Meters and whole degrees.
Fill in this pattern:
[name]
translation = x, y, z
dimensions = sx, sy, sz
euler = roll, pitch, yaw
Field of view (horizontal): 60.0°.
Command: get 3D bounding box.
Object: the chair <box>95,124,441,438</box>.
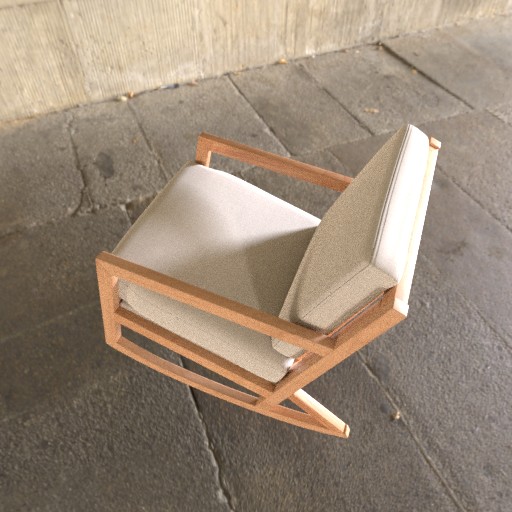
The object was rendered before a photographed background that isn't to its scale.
[chair]
translation = 0.000, 0.000, 1.380
dimensions = 0.857, 0.790, 0.622
euler = 16, 50, 14
